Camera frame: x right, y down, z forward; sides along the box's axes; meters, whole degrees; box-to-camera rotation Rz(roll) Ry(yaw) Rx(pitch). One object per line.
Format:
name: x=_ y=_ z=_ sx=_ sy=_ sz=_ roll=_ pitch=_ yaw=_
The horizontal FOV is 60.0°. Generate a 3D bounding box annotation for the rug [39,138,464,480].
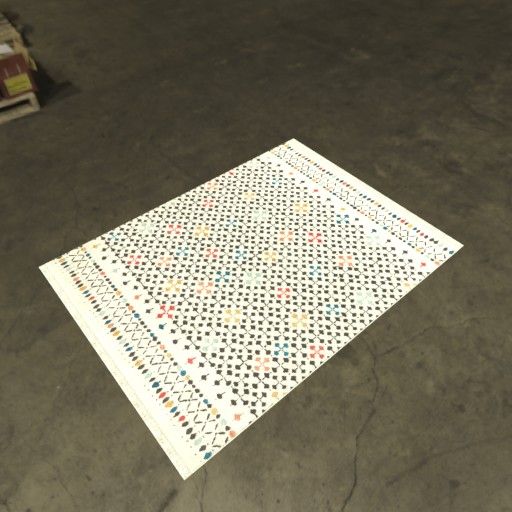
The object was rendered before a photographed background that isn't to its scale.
rug: x=0.000 y=0.000 z=2.012 sx=1.556 sy=0.006 sz=1.146 roll=-32 pitch=56 yaw=-26
